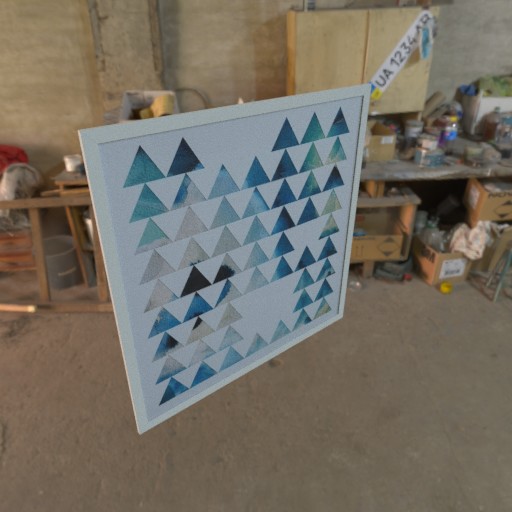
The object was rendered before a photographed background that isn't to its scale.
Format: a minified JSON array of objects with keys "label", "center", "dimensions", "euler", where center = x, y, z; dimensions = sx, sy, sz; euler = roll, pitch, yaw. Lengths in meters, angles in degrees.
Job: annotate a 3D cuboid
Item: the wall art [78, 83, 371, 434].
[{"label":"wall art","center":[0.000,0.000,1.211],"dimensions":[0.809,0.809,0.012],"euler":[-22,37,-33]}]
